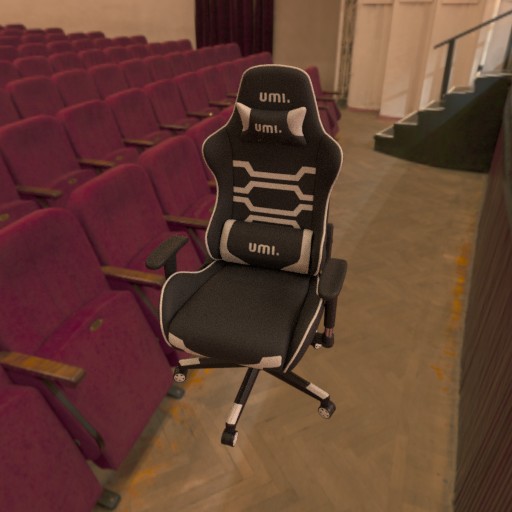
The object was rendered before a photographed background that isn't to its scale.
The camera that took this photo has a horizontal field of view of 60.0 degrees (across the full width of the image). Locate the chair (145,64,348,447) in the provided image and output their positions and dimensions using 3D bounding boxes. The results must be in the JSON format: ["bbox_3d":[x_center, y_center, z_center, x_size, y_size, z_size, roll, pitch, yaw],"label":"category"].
[{"bbox_3d":[0.000,0.000,1.603,0.700,1.240,0.700,9,30,16],"label":"chair"}]
